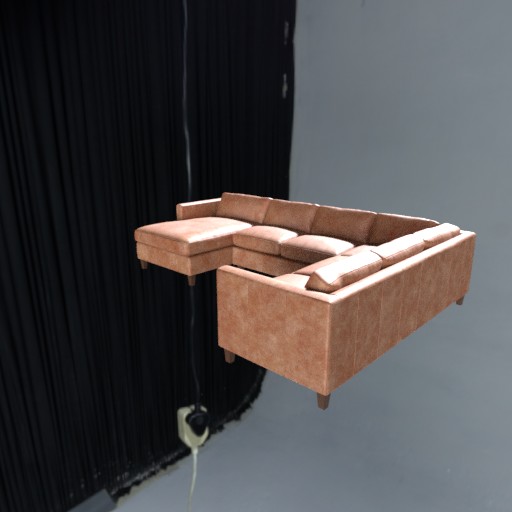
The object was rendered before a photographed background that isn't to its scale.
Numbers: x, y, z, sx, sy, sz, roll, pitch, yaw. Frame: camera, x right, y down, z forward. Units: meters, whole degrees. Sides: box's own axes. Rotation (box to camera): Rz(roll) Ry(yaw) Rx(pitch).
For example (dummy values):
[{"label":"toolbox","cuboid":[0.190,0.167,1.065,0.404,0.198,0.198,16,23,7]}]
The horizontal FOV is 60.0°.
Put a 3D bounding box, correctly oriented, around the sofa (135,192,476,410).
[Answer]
[{"label":"sofa","cuboid":[0.000,0.000,4.492,3.401,0.832,2.430,14,21,41]}]
